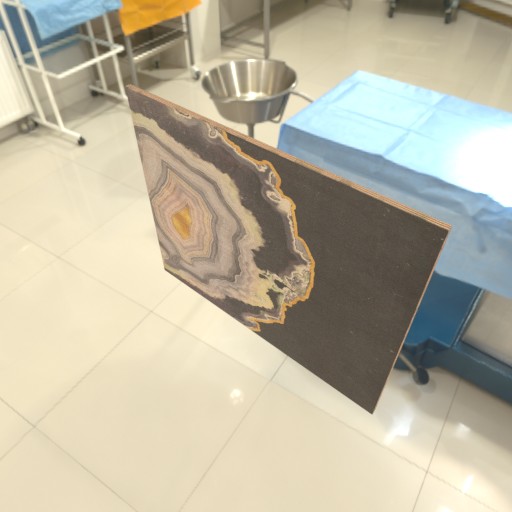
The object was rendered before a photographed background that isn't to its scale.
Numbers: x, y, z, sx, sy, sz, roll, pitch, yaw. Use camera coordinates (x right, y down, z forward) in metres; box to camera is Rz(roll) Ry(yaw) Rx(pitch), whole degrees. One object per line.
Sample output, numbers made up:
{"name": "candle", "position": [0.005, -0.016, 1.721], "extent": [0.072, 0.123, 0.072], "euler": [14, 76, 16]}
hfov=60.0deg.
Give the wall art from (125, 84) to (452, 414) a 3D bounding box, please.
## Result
{"name": "wall art", "position": [0.000, 0.000, 0.703], "extent": [0.508, 0.408, 0.010], "euler": [31, 53, 27]}
